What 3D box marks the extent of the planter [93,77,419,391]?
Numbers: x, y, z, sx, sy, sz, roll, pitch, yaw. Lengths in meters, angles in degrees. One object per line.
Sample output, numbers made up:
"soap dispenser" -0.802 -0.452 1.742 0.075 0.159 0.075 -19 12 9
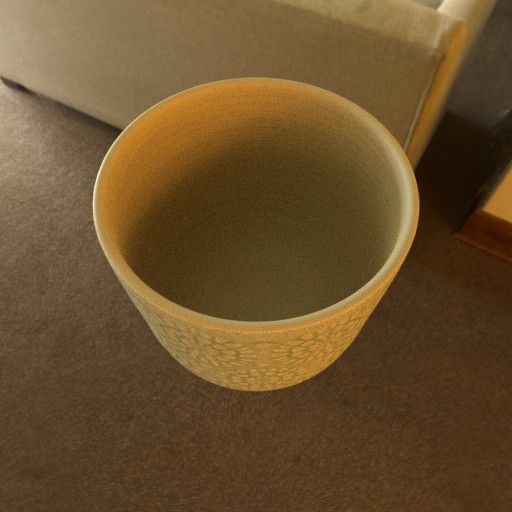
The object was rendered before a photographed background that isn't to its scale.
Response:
"planter" 0.000 0.000 0.298 0.169 0.153 0.169 0 59 0
